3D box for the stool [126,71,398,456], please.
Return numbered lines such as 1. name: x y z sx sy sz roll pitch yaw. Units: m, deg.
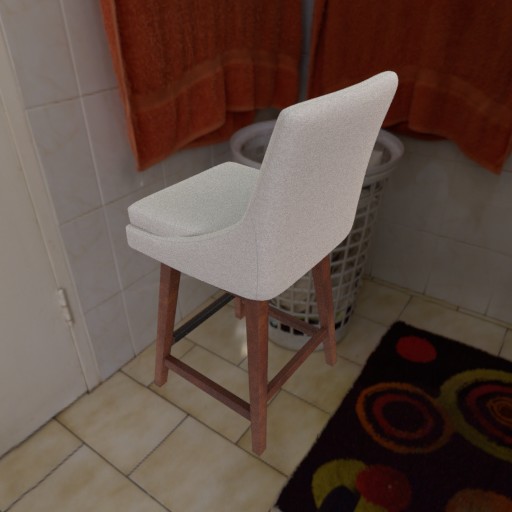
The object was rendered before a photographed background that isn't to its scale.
1. stool: 0.000 0.000 1.268 0.559 0.991 0.469 22 39 31
